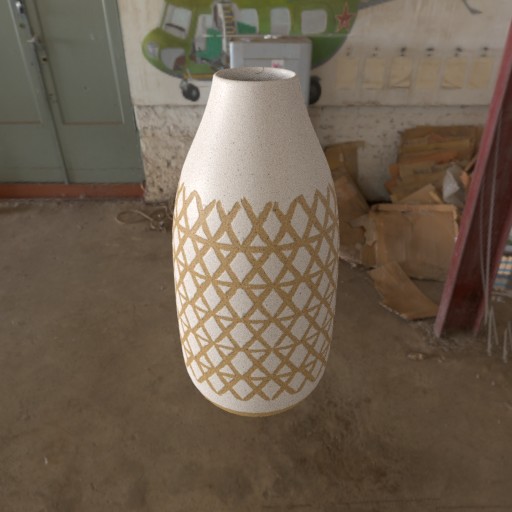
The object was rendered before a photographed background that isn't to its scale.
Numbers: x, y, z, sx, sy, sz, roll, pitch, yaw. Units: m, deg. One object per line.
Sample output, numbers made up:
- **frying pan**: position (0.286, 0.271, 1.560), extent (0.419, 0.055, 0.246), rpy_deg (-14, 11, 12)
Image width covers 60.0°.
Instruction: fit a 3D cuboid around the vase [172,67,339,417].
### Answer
- **vase**: position (0.000, 0.000, 0.492), extent (0.186, 0.380, 0.186), rpy_deg (0, 32, 0)
